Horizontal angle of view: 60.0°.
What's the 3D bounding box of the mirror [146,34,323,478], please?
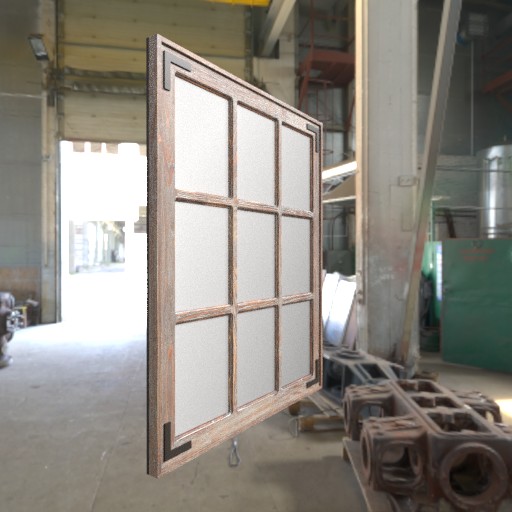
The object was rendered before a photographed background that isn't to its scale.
[{"bbox_3d":[0.000,0.000,1.187,0.032,0.882,0.730,0,0,35],"label":"mirror"}]
